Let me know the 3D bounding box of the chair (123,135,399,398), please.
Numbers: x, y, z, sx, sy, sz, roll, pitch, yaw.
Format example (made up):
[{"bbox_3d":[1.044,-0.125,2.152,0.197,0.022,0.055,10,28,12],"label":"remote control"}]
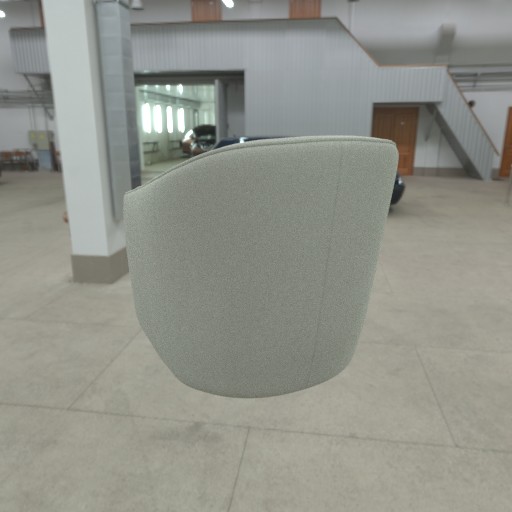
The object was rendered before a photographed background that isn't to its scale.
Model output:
[{"bbox_3d":[0.000,0.000,1.504,0.747,0.799,0.875,-8,18,-26],"label":"chair"}]
